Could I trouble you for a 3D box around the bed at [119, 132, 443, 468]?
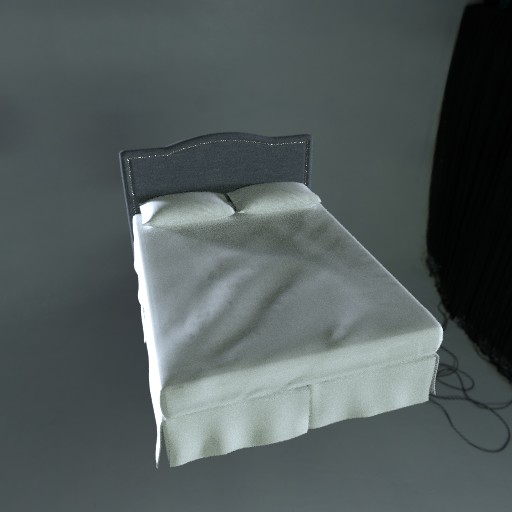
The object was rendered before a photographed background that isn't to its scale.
[{"bbox_3d":[0.000,0.000,3.892,2.161,1.457,2.689,-9,33,-14],"label":"bed"}]
